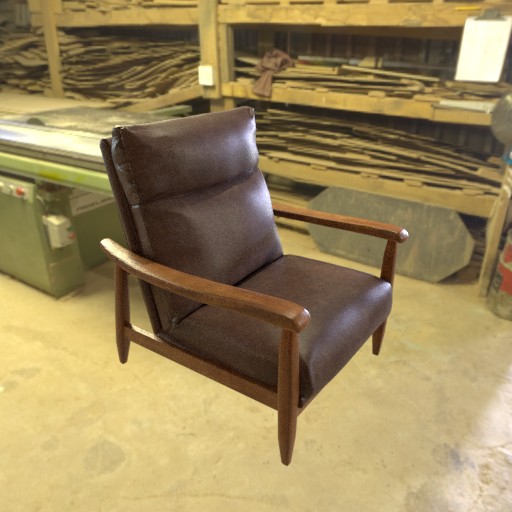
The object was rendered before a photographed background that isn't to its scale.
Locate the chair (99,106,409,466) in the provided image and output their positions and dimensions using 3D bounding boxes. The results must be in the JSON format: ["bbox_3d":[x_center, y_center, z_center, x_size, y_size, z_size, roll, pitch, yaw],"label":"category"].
[{"bbox_3d":[0.000,0.000,1.537,0.830,0.897,0.782,18,31,33],"label":"chair"}]
